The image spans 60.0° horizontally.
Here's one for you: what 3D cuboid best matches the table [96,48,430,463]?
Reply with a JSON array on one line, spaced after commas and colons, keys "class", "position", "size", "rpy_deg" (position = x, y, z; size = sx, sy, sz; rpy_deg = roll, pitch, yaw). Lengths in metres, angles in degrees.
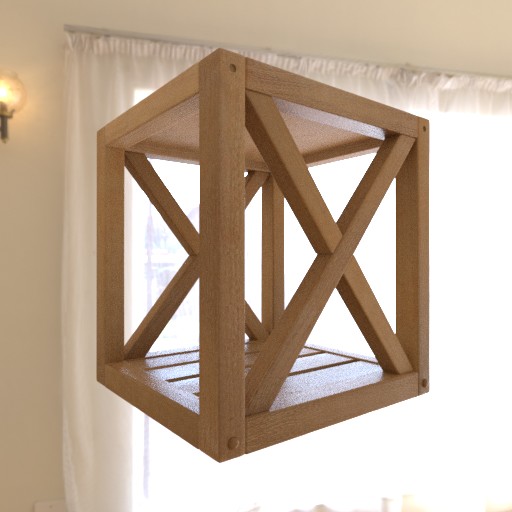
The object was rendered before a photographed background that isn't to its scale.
[{"class": "table", "position": [0.000, 0.000, 1.031], "size": [0.559, 0.610, 0.558], "rpy_deg": [0, 0, -38]}]
